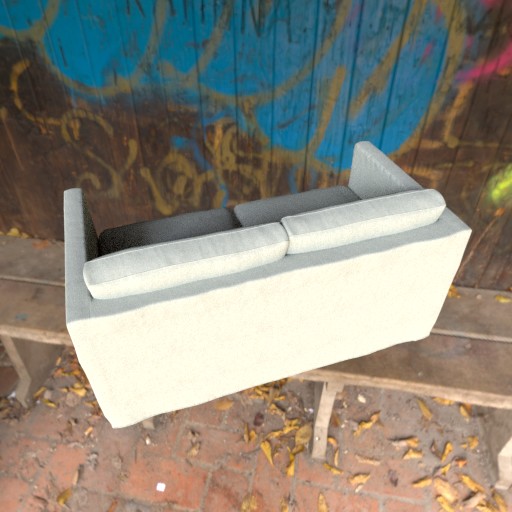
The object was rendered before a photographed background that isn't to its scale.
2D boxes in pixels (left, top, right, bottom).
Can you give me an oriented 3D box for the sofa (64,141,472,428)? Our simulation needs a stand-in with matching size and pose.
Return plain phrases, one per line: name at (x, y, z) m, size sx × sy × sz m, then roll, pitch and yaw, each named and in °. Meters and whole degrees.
sofa at (0.000, 0.000, 2.241) m, size 1.727 × 0.830 × 0.944 m, roll -12°, pitch 42°, yaw -14°
